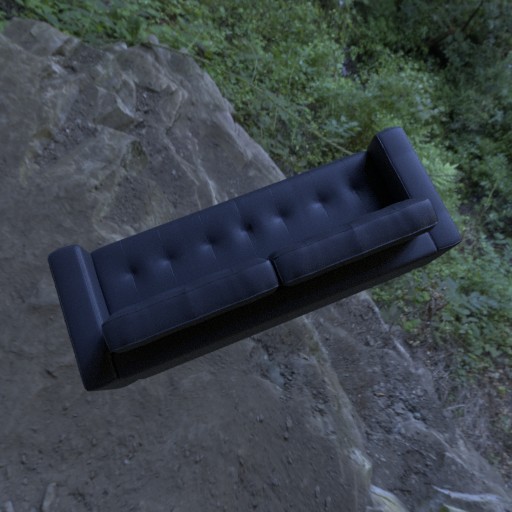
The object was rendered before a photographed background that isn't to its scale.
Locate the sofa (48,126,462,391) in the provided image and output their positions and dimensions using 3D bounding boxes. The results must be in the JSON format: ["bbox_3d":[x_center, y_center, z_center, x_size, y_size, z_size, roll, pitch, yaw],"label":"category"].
[{"bbox_3d":[0.000,0.000,2.701,2.275,0.893,0.833,-21,76,-6],"label":"sofa"}]
